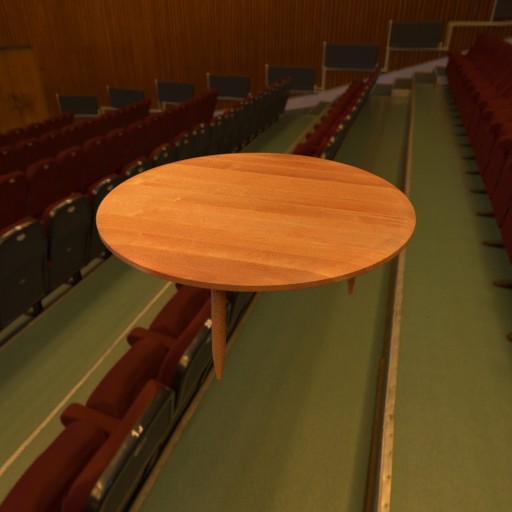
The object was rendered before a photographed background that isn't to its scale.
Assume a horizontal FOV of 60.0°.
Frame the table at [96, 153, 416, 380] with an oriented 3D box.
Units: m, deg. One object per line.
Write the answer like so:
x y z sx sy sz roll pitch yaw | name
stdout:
0.000 0.000 1.404 0.900 0.400 0.900 0 30 0 | table
